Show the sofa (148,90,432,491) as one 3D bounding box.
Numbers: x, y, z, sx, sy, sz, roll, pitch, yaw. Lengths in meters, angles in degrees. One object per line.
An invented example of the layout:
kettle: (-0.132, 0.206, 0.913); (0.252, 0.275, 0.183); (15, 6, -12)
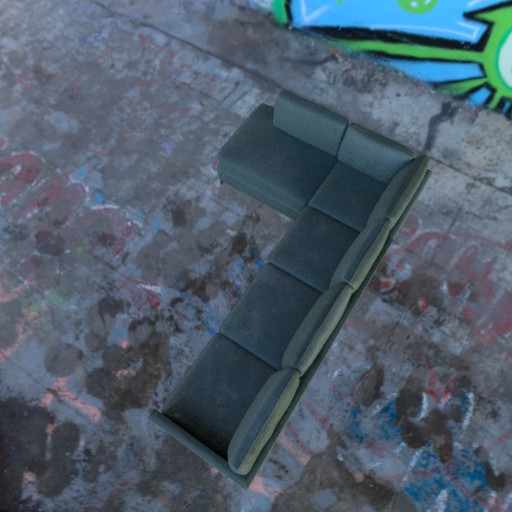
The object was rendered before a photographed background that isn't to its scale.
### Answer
sofa: (0.000, 0.000, 4.224); (2.048, 0.996, 3.384); (30, 67, 14)
